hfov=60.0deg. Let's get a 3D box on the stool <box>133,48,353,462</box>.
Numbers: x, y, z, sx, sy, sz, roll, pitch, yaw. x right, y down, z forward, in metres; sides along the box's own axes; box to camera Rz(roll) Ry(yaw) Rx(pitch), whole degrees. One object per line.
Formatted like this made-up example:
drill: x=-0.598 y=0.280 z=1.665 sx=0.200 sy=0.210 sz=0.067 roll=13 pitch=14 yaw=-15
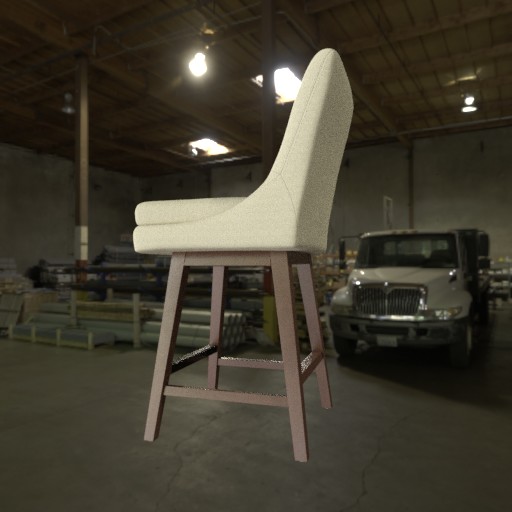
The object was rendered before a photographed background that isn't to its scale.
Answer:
stool: x=0.000 y=0.000 z=1.323 sx=0.559 sy=0.991 sz=0.483 roll=0 pitch=-1 yaw=17
